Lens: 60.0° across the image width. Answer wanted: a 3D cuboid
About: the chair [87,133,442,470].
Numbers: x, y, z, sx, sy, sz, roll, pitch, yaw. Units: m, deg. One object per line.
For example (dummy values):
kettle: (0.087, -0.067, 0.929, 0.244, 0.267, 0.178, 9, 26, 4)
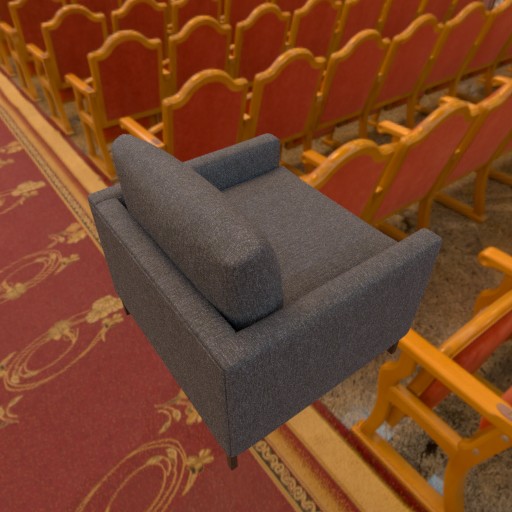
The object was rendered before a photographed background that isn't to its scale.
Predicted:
chair: (0.000, 0.000, 1.651, 0.866, 0.861, 0.963, -26, 48, -26)
